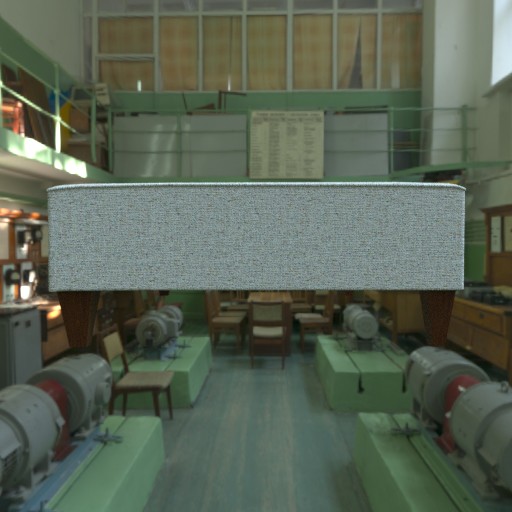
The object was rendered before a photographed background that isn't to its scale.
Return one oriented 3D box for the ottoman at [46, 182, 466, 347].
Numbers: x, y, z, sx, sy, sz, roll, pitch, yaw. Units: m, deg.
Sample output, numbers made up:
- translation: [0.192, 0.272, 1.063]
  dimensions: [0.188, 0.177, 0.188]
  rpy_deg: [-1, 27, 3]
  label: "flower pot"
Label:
- translation: [0.000, 0.000, 1.190]
  dimensions: [0.736, 0.303, 0.835]
  rpy_deg: [0, 2, 0]
  label: "ottoman"
